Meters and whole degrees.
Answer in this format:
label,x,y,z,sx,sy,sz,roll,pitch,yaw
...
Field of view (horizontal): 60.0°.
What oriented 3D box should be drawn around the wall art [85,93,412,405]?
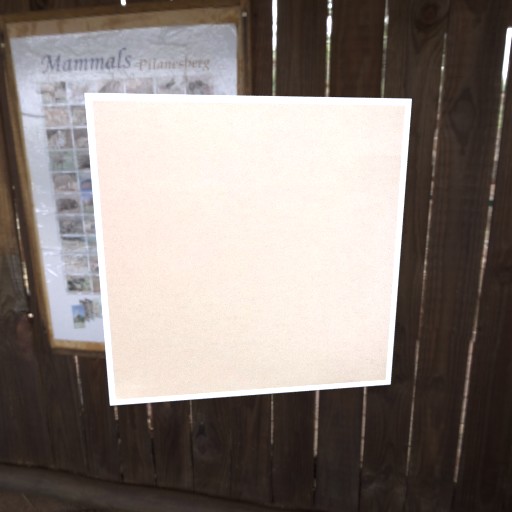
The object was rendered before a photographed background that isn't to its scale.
label,x,y,z,sx,sy,sz,roll,pitch,yaw
wall art,0.000,0.000,0.817,0.557,0.557,0.012,-2,13,-8
